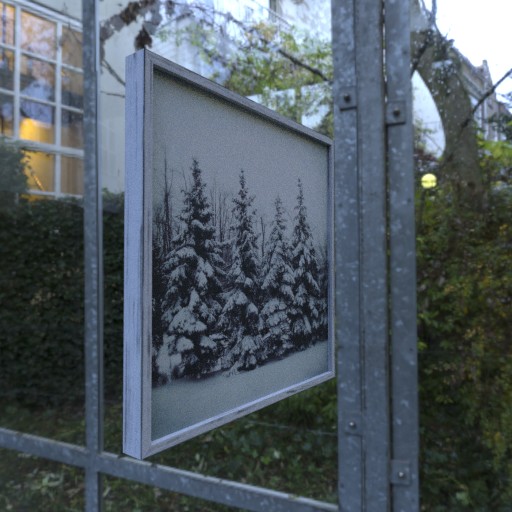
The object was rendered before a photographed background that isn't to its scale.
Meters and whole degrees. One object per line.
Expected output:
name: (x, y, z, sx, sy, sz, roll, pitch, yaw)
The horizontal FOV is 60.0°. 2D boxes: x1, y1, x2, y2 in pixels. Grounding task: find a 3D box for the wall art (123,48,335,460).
wall art: (0.000, 0.000, 0.755, 0.038, 0.506, 0.506, -1, -2, 37)
